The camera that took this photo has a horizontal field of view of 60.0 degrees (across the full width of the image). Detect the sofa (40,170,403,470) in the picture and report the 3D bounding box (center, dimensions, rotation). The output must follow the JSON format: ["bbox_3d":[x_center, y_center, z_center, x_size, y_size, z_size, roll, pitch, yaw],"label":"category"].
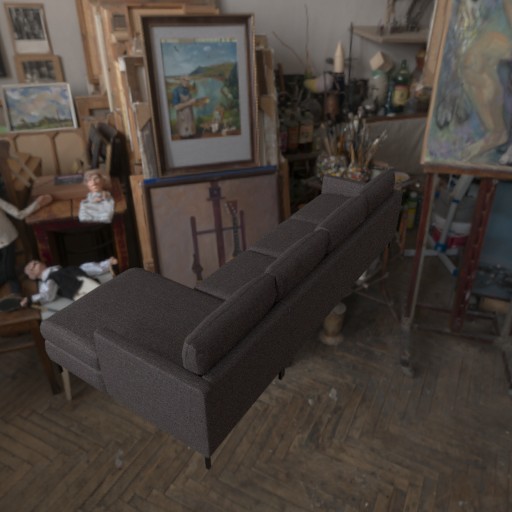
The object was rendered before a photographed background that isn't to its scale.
[{"bbox_3d":[0.000,0.000,3.820,1.483,0.892,3.221,19,36,29],"label":"sofa"}]
